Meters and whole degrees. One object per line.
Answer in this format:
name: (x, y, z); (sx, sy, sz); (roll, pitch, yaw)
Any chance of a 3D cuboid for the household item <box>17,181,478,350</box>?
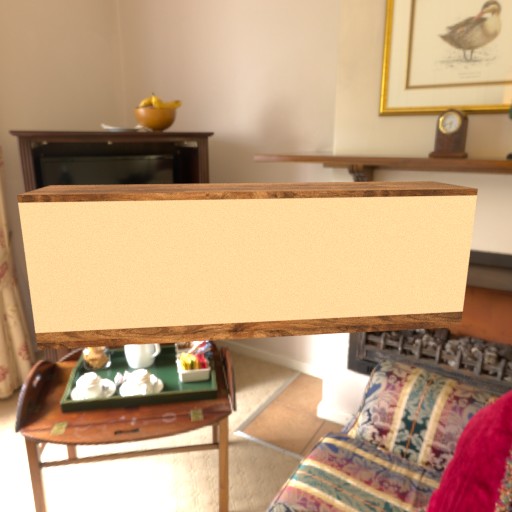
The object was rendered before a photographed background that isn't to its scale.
household item: (0.000, 0.000, 1.985); (1.800, 0.615, 0.390); (-2, 14, -7)
